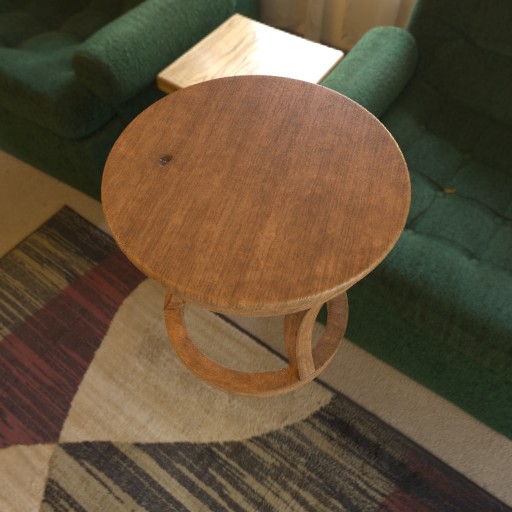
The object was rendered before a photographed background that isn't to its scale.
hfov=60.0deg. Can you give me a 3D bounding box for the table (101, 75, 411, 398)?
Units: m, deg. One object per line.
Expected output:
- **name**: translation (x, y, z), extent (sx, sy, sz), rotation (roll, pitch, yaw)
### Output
- **table**: translation (0.000, 0.000, 0.816), extent (0.432, 0.460, 0.432), rotation (0, 57, 0)
